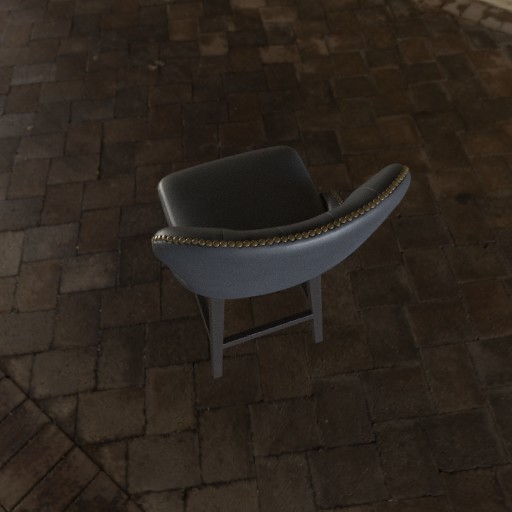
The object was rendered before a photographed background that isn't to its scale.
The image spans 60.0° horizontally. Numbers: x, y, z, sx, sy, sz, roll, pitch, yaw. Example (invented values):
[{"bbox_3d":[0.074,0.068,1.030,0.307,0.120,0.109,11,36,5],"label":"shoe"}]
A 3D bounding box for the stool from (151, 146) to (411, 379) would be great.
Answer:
[{"bbox_3d":[0.000,0.000,1.300,0.528,0.971,0.593,-17,59,-11],"label":"stool"}]
